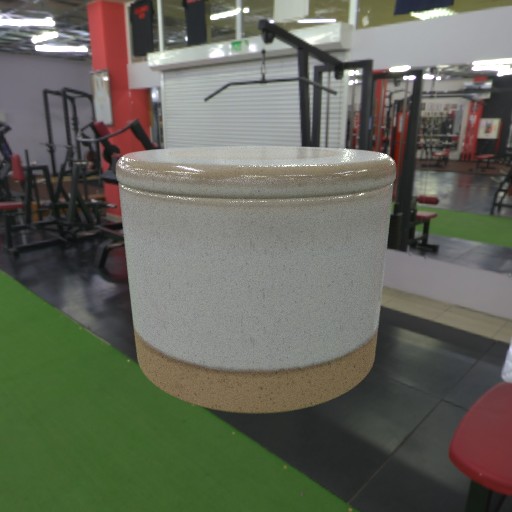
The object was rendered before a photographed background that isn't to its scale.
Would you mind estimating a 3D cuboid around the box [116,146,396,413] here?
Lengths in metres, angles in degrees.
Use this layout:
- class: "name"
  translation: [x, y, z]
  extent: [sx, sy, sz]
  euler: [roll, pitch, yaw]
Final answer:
- class: "box"
  translation: [0.000, 0.000, 0.270]
  extent: [0.154, 0.123, 0.154]
  euler: [0, 17, 0]
